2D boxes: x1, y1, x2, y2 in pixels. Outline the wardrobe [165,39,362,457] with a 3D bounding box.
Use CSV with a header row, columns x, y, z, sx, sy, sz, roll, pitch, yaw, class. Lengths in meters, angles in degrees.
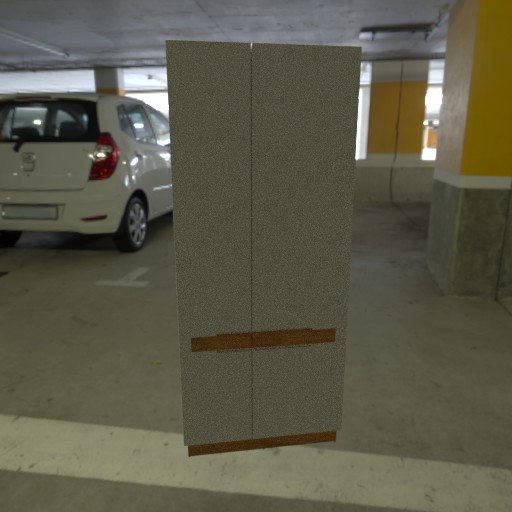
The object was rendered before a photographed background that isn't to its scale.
x,y,z,sx,sy,sz,roll,pitch,yaw,class
0.000,0.000,2.445,0.860,2.040,0.600,-2,14,-9,wardrobe
